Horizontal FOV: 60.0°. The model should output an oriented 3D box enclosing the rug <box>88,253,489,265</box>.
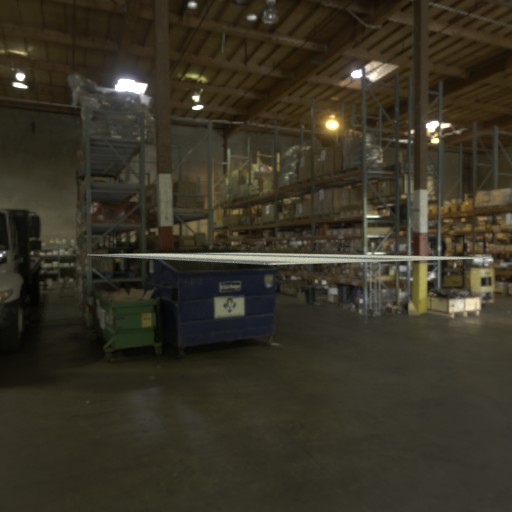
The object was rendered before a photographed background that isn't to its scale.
[{"bbox_3d":[0.000,0.000,2.359,1.234,0.006,1.854,-1,1,-36],"label":"rug"}]
